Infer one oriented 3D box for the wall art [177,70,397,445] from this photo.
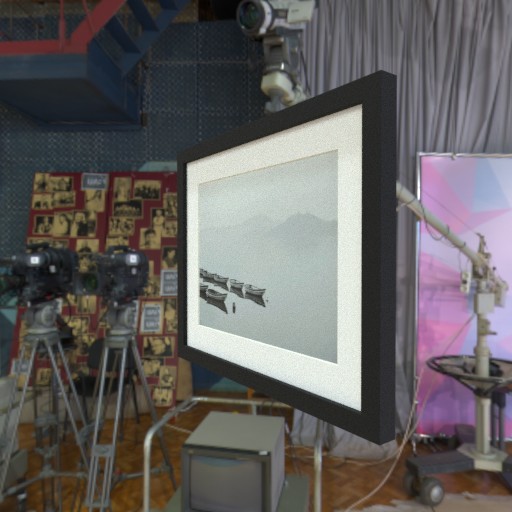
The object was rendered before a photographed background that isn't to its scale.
[{"bbox_3d":[0.000,0.000,0.768,0.030,0.454,0.554,-1,1,-36],"label":"wall art"}]
